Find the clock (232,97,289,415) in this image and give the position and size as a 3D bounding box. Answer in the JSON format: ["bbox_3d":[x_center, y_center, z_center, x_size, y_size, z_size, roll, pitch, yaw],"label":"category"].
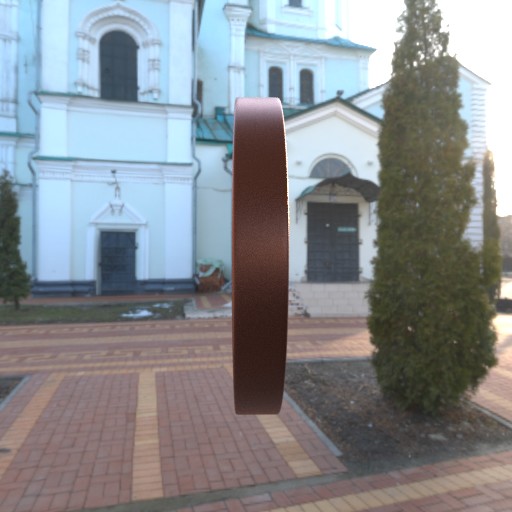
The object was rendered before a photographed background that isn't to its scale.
[{"bbox_3d":[0.000,0.000,0.465,0.040,0.313,0.313,0,-1,-1],"label":"clock"}]
